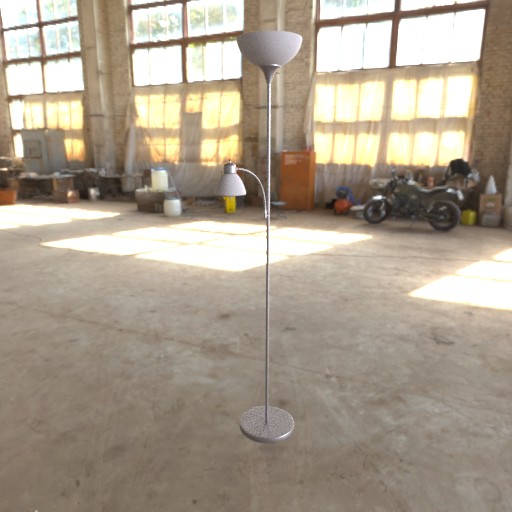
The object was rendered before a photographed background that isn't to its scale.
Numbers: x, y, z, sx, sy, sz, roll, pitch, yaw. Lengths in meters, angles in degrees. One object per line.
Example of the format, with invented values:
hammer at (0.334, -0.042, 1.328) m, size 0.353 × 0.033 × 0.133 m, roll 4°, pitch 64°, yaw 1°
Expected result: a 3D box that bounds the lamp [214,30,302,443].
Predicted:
lamp at (0.000, 0.000, 1.979) m, size 0.425 × 1.804 × 0.279 m, roll -13°, pitch 19°, yaw -43°
